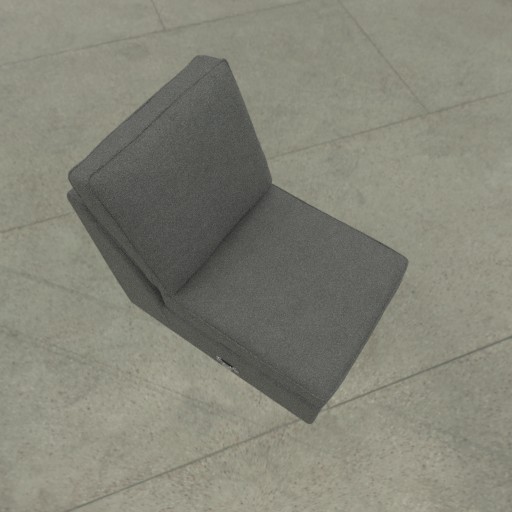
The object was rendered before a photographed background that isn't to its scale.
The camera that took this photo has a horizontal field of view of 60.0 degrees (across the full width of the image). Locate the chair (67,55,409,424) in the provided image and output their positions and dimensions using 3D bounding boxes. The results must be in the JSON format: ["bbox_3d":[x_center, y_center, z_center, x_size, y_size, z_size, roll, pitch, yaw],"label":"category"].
[{"bbox_3d":[0.000,0.000,1.558,0.938,0.970,0.621,31,64,16],"label":"chair"}]
